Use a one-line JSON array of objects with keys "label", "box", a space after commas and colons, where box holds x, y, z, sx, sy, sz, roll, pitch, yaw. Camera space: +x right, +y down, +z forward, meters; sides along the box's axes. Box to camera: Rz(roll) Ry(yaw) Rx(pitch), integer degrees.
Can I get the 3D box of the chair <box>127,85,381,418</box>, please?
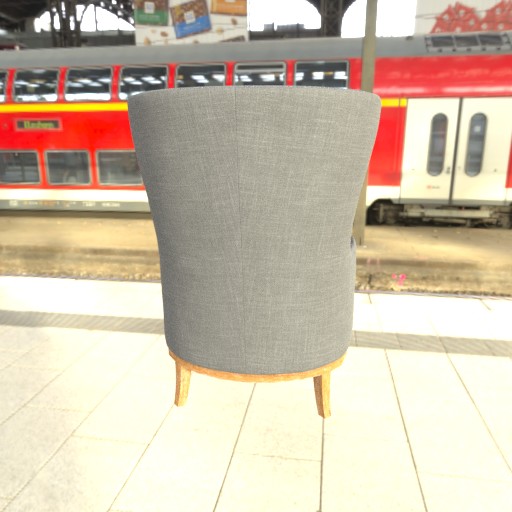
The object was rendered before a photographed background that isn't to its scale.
[{"label": "chair", "box": [0.000, 0.000, 1.761, 0.864, 1.176, 0.883, 2, 14, 7]}]
